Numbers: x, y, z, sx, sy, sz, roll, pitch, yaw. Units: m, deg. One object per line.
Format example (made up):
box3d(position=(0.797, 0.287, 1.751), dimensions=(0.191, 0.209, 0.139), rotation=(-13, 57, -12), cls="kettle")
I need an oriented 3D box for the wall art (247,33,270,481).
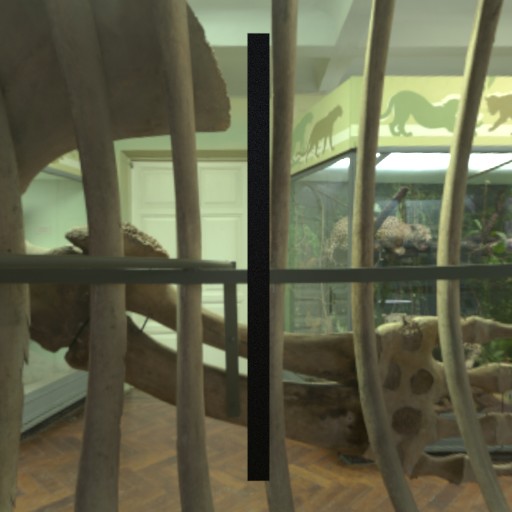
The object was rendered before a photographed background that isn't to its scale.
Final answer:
box3d(position=(0.000, 0.000, 1.134), dimensions=(0.038, 0.762, 0.762), rotation=(0, 1, -1), cls="wall art")
